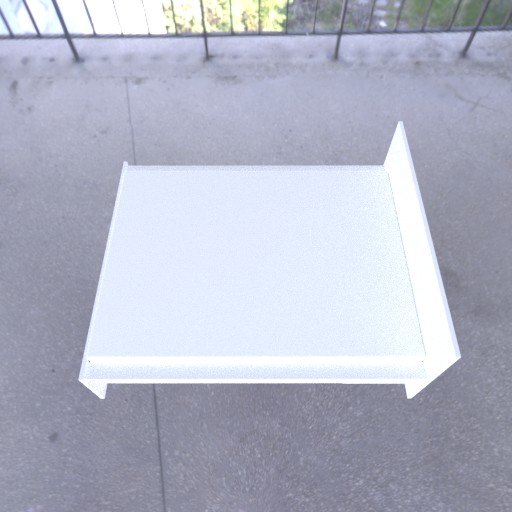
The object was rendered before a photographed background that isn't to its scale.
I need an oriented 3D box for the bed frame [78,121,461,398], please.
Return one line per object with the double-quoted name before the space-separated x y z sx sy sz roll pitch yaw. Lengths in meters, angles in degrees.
"bed frame" 0.000 0.000 2.881 1.960 0.800 1.622 0 59 0
